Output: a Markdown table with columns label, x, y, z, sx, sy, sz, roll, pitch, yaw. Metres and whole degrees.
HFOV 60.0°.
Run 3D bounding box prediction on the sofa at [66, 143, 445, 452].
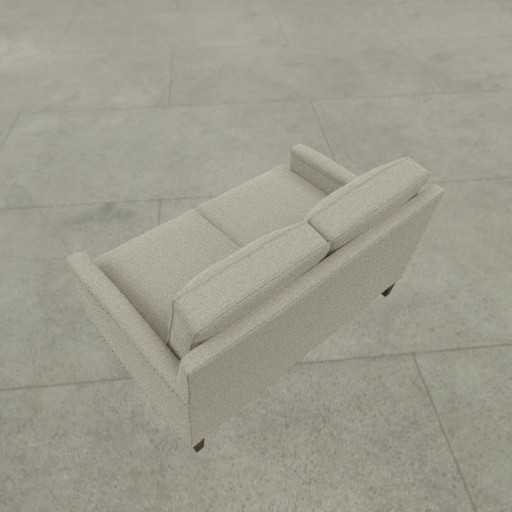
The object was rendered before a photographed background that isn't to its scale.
| label | x | y | z | sx | sy | sz | roll | pitch | yaw |
| --- | --- | --- | --- | --- | --- | --- | --- | --- | --- |
| sofa | 0.000 | 0.000 | 2.304 | 1.597 | 1.003 | 1.084 | -32 | 53 | -27 |
